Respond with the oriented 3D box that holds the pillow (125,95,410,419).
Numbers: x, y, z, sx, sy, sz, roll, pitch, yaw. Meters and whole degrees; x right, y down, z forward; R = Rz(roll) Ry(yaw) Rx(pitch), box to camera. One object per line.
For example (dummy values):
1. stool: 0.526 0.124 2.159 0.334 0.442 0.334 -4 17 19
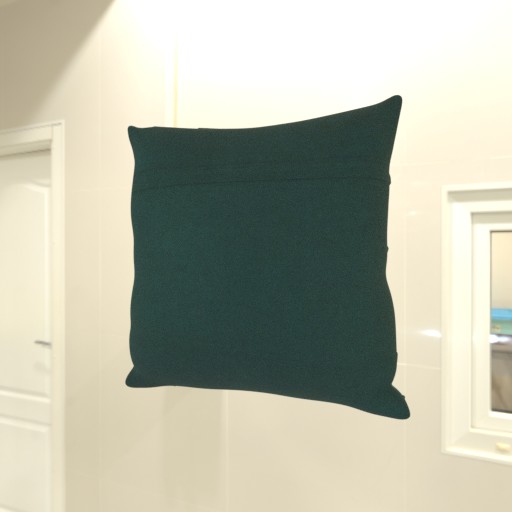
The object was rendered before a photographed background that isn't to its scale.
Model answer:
1. pillow: 0.000 0.000 0.668 0.439 0.440 0.184 0 0 17
